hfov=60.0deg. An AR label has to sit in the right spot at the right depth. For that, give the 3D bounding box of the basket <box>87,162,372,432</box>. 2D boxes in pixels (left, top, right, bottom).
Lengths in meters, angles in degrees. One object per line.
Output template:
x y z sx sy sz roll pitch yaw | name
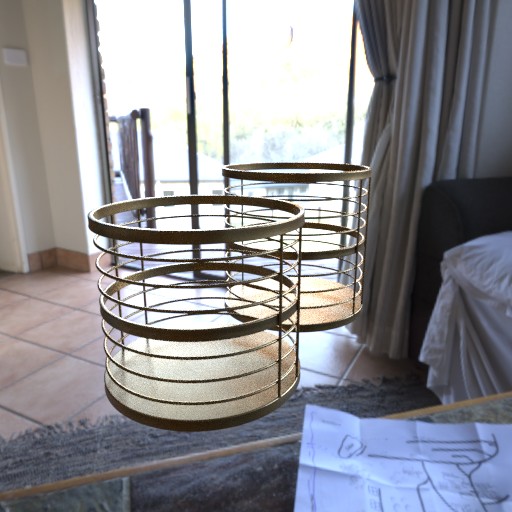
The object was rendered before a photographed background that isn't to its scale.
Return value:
0.000 0.000 0.946 0.356 0.351 0.746 8 18 28 | basket
